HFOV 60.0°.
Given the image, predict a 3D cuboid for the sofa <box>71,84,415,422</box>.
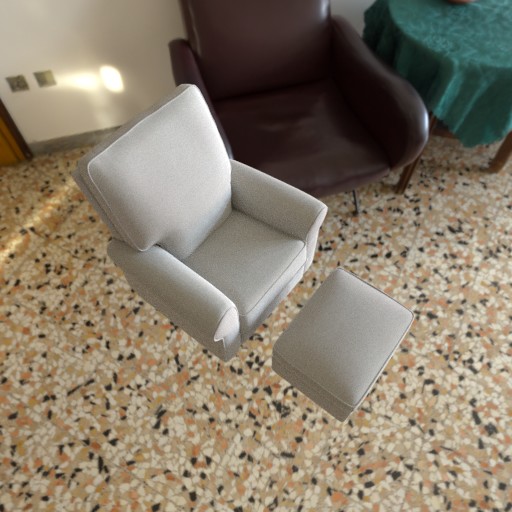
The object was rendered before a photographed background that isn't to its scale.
[{"bbox_3d":[0.000,0.000,2.063,1.478,0.959,0.880,34,64,19],"label":"sofa"}]
